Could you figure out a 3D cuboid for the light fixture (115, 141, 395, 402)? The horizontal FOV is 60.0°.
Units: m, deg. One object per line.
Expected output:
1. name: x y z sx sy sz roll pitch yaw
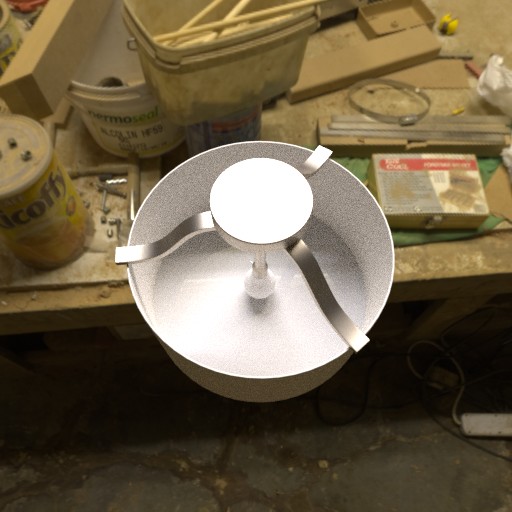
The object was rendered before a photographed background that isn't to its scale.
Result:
1. light fixture: 0.000 0.000 0.669 0.395 0.304 0.395 0 63 0
